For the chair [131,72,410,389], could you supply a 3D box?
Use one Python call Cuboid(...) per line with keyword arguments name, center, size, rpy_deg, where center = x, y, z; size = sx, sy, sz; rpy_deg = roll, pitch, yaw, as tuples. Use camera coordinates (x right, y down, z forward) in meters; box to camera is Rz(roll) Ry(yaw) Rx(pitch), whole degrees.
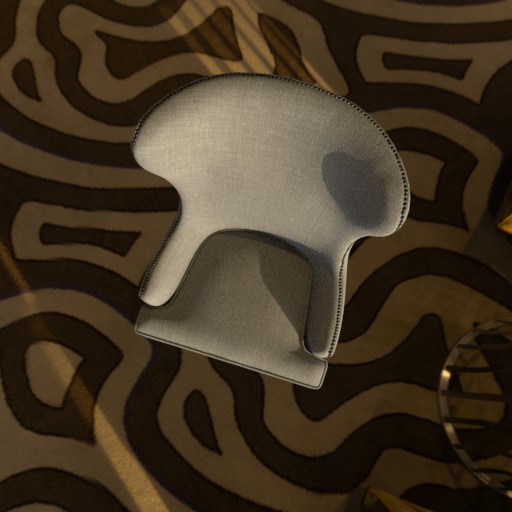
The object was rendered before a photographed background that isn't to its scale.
Cuboid(name="chair", center=(0.000, 0.000, 1.838), size=(0.864, 1.176, 0.883), rpy_deg=(16, 76, 4))
